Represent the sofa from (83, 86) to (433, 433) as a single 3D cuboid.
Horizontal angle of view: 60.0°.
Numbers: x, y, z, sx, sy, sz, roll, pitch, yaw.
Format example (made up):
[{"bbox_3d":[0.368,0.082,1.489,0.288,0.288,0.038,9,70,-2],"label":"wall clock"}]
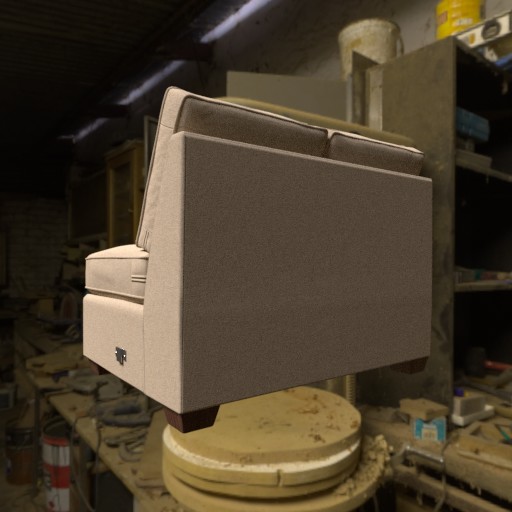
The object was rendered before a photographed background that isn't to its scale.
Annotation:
[{"bbox_3d":[0.000,0.000,1.939,1.237,1.008,0.951,0,0,-37],"label":"sofa"}]
